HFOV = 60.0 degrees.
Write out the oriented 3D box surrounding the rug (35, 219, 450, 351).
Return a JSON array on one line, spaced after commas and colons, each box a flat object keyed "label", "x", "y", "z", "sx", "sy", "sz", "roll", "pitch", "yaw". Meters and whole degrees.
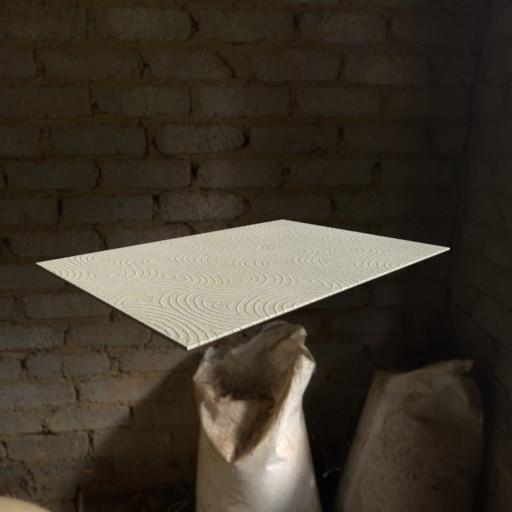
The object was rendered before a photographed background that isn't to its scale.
[{"label": "rug", "x": 0.000, "y": 0.000, "z": 2.781, "sx": 2.132, "sy": 0.015, "sz": 1.526, "roll": -14, "pitch": 20, "yaw": -42}]
